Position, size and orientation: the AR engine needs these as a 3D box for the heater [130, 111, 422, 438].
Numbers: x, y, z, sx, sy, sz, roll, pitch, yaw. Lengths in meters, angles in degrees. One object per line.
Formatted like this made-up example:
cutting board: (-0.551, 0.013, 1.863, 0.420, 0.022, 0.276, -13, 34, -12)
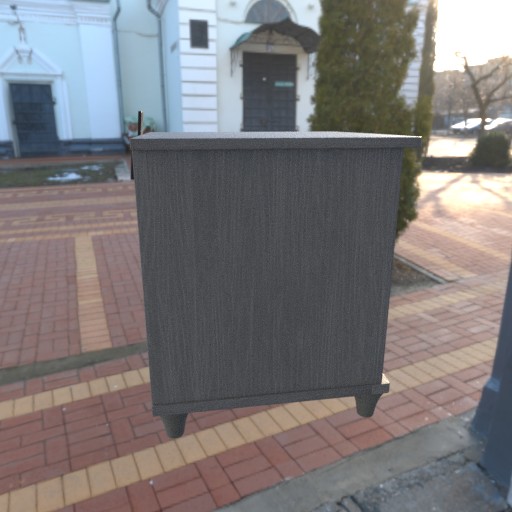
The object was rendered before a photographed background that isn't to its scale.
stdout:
heater: (0.000, 0.000, 0.775, 0.400, 0.481, 0.362, -3, 17, -9)
